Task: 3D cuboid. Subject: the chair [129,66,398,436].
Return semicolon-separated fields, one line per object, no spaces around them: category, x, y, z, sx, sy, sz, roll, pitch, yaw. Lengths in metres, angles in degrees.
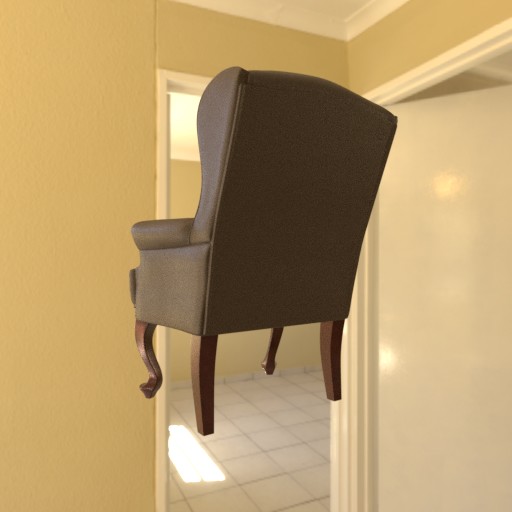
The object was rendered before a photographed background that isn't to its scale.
chair;0.000;0.000;1.690;0.829;1.132;0.819;0;0;-35
